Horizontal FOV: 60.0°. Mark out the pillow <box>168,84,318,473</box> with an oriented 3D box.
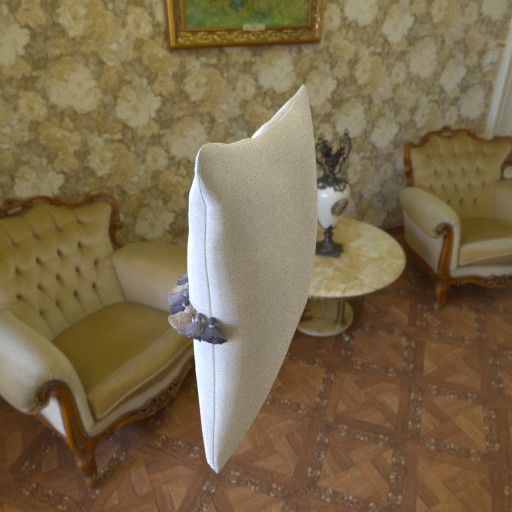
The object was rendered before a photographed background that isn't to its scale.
[{"bbox_3d":[0.000,0.000,0.740,0.165,0.481,0.489,9,30,16],"label":"pillow"}]
